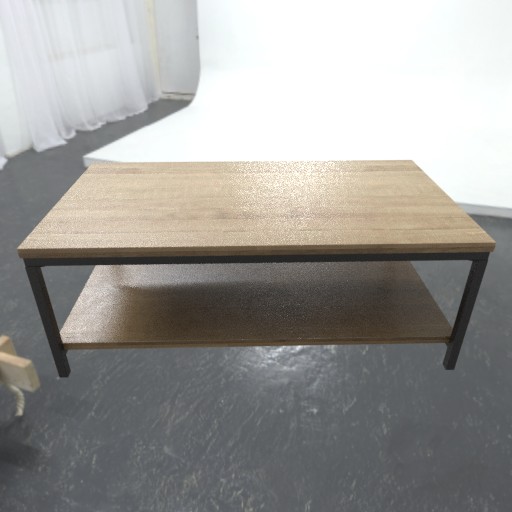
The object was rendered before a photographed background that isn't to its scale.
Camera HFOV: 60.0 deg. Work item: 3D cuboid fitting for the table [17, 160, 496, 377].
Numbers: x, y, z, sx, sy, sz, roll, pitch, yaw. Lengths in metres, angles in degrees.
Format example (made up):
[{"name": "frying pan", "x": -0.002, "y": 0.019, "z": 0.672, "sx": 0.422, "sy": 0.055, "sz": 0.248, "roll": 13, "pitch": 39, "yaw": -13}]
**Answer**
[{"name": "table", "x": 0.000, "y": 0.000, "z": 1.327, "sx": 1.062, "sy": 0.393, "sz": 0.574, "roll": -1, "pitch": 31, "yaw": -1}]
